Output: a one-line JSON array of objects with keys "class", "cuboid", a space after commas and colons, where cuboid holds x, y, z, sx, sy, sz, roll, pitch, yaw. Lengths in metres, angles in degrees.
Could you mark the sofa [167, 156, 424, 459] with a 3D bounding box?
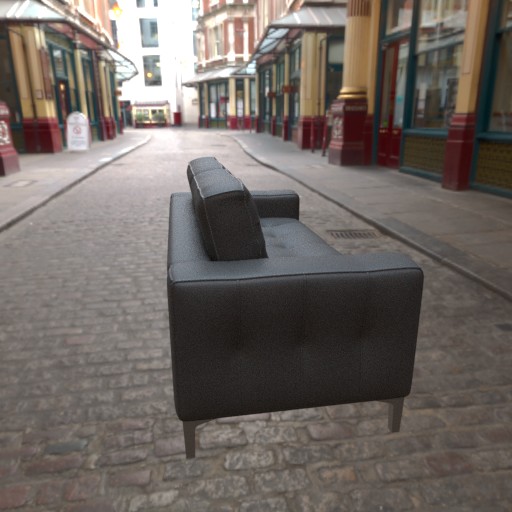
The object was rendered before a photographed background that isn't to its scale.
[{"class": "sofa", "cuboid": [0.000, 0.000, 2.199, 0.833, 0.893, 1.726, -3, 17, -10]}]
